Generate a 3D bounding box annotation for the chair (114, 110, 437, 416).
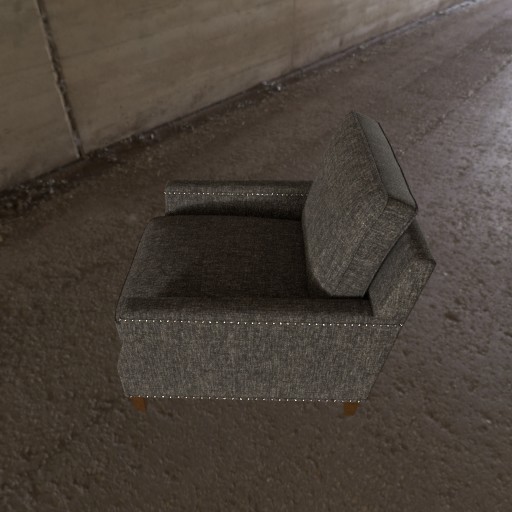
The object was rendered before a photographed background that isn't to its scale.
[{"bbox_3d":[0.000,0.000,1.747,1.014,0.943,0.853,1,39,1],"label":"chair"}]
